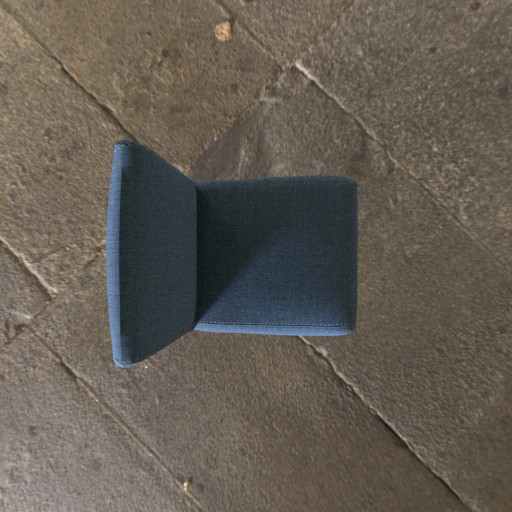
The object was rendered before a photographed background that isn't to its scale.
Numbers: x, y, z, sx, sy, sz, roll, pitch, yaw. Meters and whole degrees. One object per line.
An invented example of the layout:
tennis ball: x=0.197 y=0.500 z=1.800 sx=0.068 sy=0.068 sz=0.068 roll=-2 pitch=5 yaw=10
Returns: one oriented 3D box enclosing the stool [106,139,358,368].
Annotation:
stool: x=0.000 y=0.000 z=1.339 sx=0.567 sy=1.039 sz=0.454 roll=0 pitch=89 yaw=0
